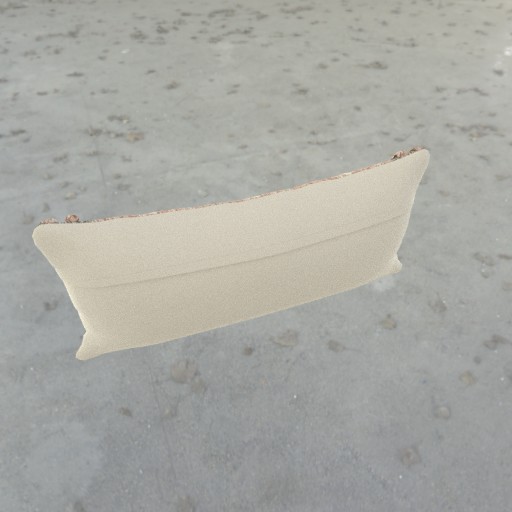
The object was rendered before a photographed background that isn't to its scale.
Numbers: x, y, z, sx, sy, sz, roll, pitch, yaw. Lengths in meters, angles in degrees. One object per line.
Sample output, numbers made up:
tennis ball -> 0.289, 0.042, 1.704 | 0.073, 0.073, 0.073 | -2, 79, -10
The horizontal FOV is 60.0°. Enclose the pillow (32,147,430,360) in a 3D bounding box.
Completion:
pillow -> 0.000, 0.000, 0.732 | 0.635, 0.282, 0.139 | -14, 43, -15
